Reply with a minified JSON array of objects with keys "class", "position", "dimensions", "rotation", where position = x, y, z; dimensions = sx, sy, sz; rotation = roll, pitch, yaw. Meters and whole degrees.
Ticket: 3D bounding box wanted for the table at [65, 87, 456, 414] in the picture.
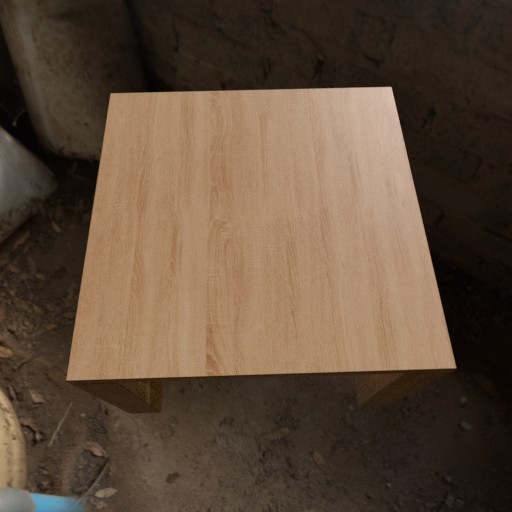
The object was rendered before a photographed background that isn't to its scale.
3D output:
[{"class":"table","position":[0.000,0.000,1.148],"dimensions":[0.700,0.450,0.700],"rotation":[-2,64,-1]}]
